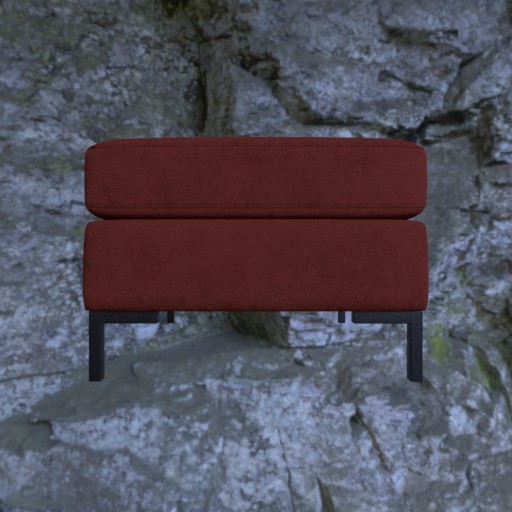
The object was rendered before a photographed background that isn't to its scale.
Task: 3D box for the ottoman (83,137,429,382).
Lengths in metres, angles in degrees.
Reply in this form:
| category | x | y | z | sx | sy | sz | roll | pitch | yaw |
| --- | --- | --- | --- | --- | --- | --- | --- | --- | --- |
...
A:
| category | x | y | z | sx | sy | sz | roll | pitch | yaw |
| --- | --- | --- | --- | --- | --- | --- | --- | --- | --- |
| ottoman | 0.000 | 0.000 | 1.178 | 0.650 | 0.462 | 0.782 | 0 | 0 | 0 |
